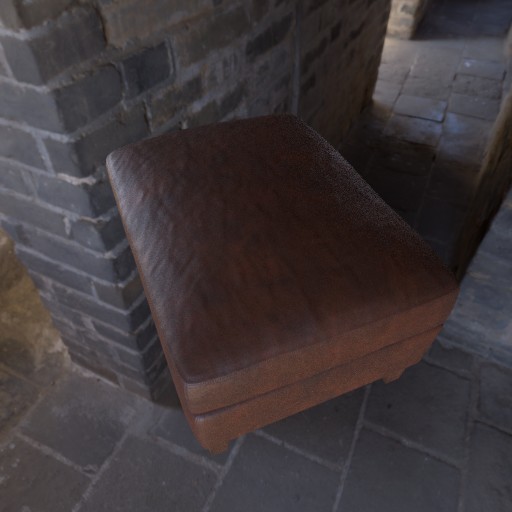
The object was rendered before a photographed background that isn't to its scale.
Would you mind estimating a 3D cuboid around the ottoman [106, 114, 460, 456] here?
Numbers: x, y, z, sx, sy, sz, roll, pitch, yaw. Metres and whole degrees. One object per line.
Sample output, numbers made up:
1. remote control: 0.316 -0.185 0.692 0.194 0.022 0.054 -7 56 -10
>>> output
1. ottoman: 0.000 0.000 1.272 0.659 0.527 0.887 -16 47 -16
